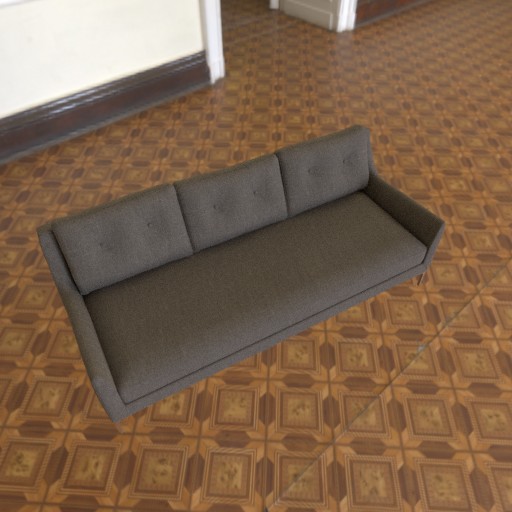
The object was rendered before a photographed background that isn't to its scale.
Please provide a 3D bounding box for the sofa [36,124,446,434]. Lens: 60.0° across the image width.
[{"bbox_3d":[0.000,0.000,2.514,2.060,0.837,0.849,-22,50,-20],"label":"sofa"}]
